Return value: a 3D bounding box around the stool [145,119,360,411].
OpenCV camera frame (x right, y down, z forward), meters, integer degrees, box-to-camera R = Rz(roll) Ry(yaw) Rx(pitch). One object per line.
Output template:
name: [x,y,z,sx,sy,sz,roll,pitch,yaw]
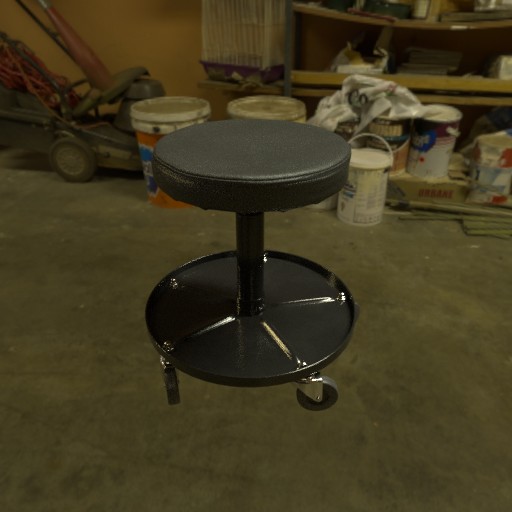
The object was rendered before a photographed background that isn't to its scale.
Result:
stool: [0.000,0.000,0.700,0.382,0.365,0.381,-18,35,-28]
